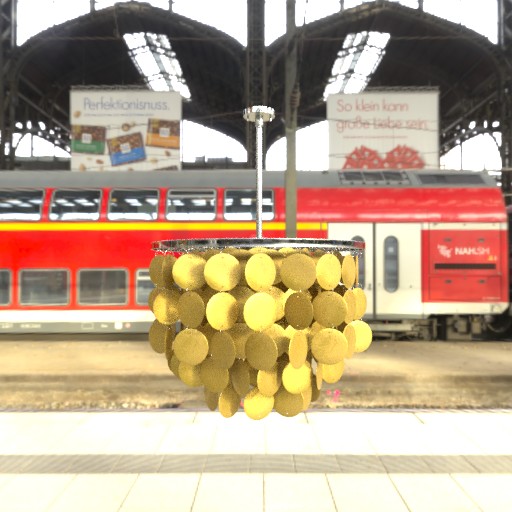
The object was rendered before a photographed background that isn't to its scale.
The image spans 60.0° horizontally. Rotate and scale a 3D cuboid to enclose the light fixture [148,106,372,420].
[{"bbox_3d":[0.000,0.000,0.749,0.368,0.492,0.368,0,-1,0],"label":"light fixture"}]
